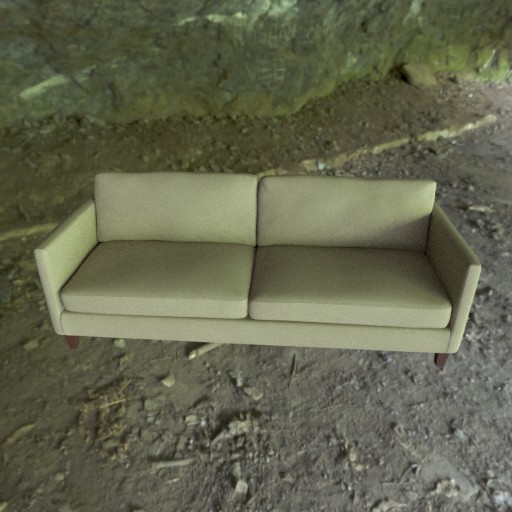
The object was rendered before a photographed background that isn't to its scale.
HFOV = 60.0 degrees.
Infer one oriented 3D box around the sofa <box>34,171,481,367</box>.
[{"bbox_3d":[0.000,0.000,2.847,2.404,0.912,0.988,2,29,4],"label":"sofa"}]
